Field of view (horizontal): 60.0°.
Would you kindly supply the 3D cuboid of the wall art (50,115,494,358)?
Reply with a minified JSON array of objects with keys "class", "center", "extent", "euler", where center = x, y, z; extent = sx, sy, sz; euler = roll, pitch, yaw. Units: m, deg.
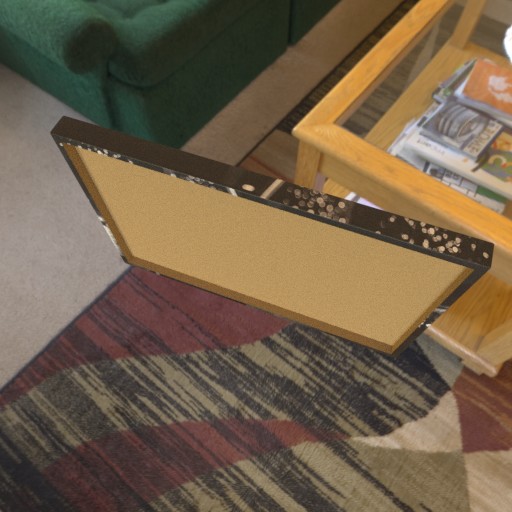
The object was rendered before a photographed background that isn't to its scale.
[{"class":"wall art","center":[0.000,0.000,0.762],"extent":[0.609,0.406,0.037],"euler":[18,64,9]}]
